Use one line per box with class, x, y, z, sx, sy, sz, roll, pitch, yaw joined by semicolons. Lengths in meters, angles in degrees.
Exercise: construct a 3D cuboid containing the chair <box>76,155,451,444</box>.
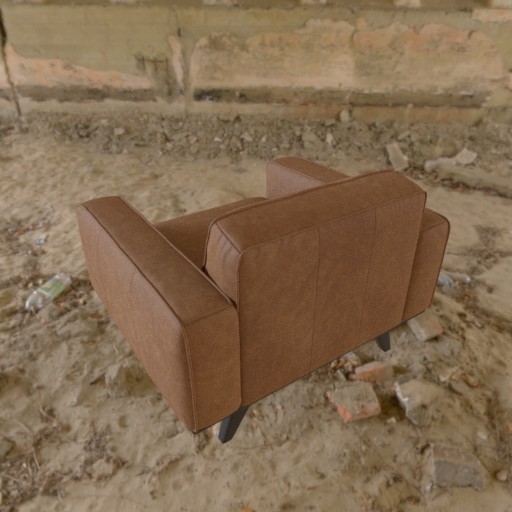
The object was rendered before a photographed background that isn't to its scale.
chair;0.000;0.000;1.752;1.118;0.782;0.952;-19;35;-29
